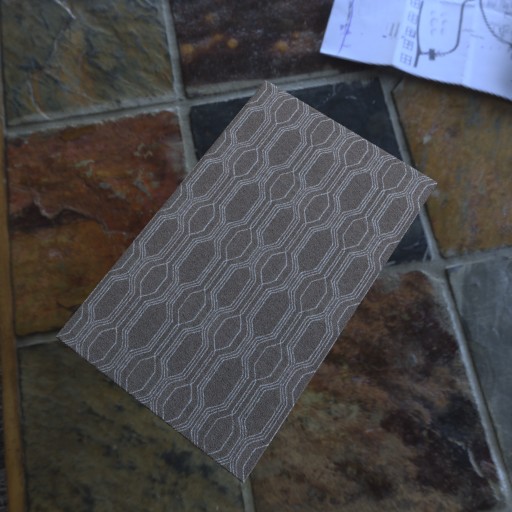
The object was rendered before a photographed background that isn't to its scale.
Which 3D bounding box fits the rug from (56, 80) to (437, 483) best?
[{"bbox_3d":[0.000,0.000,3.108,1.541,0.012,2.457,34,77,9],"label":"rug"}]
